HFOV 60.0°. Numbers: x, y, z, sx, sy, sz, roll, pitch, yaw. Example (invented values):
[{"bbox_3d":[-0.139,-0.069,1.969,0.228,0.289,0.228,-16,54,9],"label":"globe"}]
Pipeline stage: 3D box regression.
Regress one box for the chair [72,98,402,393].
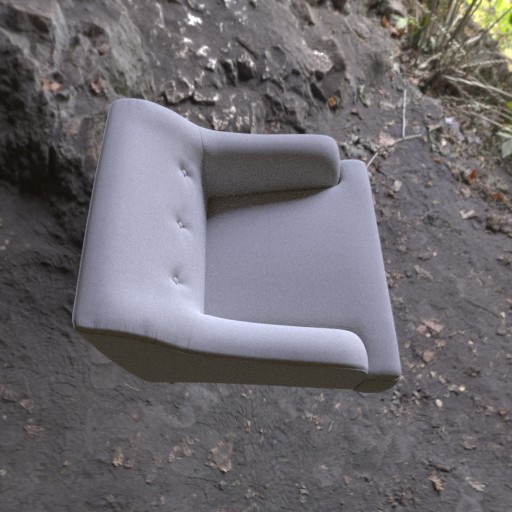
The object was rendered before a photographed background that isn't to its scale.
[{"bbox_3d":[0.000,0.000,1.628,0.951,0.818,0.946,-1,63,-1],"label":"chair"}]
